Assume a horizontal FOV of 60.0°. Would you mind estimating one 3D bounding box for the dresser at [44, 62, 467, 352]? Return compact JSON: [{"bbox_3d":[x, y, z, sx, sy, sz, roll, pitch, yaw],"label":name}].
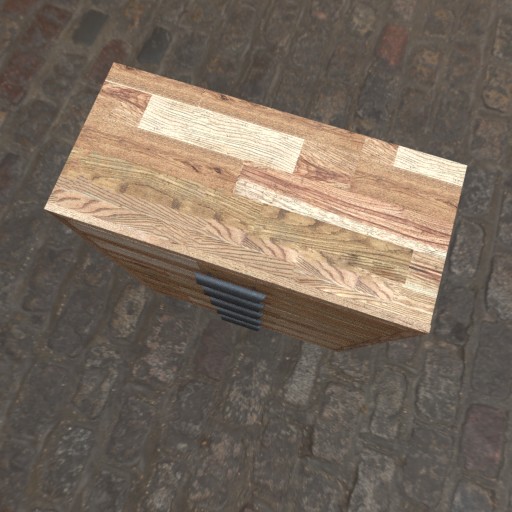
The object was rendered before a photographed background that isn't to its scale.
[{"bbox_3d":[0.000,0.000,1.700,0.966,1.243,0.480,18,76,4],"label":"dresser"}]
